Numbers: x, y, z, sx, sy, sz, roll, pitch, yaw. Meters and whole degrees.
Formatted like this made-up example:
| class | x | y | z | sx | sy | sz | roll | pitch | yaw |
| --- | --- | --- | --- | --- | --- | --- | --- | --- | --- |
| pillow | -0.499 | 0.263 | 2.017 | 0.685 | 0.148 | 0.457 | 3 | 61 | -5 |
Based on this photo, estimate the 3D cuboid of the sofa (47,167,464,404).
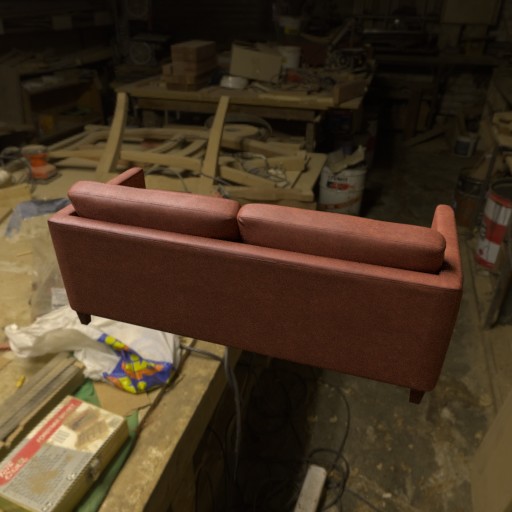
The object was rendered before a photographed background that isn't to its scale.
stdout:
| class | x | y | z | sx | sy | sz | roll | pitch | yaw |
| --- | --- | --- | --- | --- | --- | --- | --- | --- | --- |
| sofa | 0.000 | 0.000 | 2.714 | 2.204 | 0.932 | 0.950 | 10 | 32 | 16 |
